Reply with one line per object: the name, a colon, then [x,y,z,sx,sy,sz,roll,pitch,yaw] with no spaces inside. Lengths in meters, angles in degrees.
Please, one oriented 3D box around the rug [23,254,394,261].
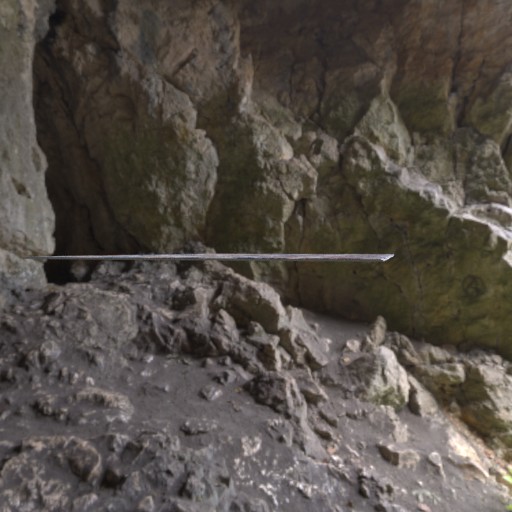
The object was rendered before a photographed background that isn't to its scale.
rug: [0.000,0.000,4.136,2.423,0.014,3.040,0,1,18]
